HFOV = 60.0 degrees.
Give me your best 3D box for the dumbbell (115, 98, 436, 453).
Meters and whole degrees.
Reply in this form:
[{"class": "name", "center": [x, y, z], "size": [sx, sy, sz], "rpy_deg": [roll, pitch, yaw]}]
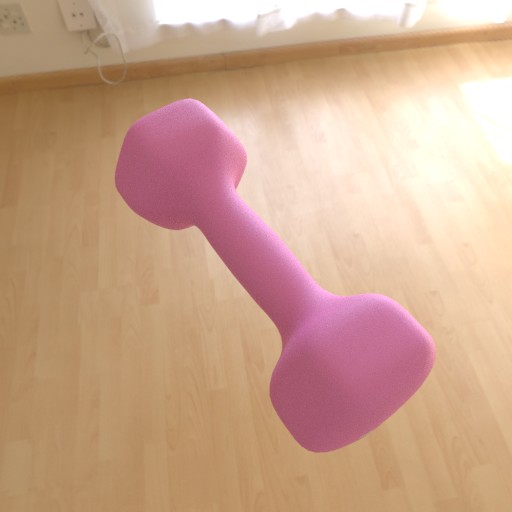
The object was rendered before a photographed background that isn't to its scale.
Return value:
[{"class": "dumbbell", "center": [0.000, 0.000, 0.186], "size": [0.064, 0.058, 0.159], "rpy_deg": [-31, 63, -17]}]
